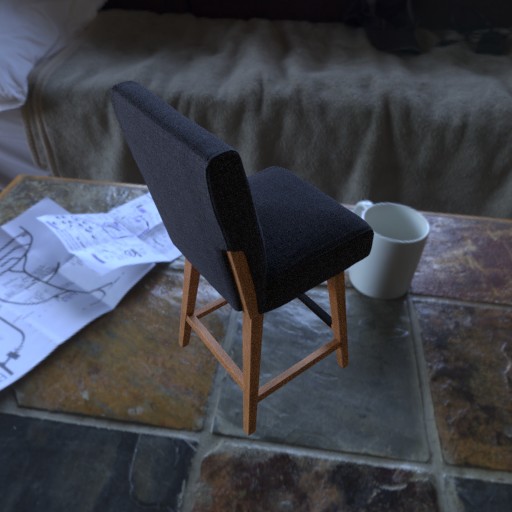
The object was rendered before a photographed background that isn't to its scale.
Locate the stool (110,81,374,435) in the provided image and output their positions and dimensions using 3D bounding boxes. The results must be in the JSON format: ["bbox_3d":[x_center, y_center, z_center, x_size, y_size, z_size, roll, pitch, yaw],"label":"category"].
[{"bbox_3d":[0.000,0.000,1.311,0.526,1.010,0.459,-26,48,-26],"label":"stool"}]
